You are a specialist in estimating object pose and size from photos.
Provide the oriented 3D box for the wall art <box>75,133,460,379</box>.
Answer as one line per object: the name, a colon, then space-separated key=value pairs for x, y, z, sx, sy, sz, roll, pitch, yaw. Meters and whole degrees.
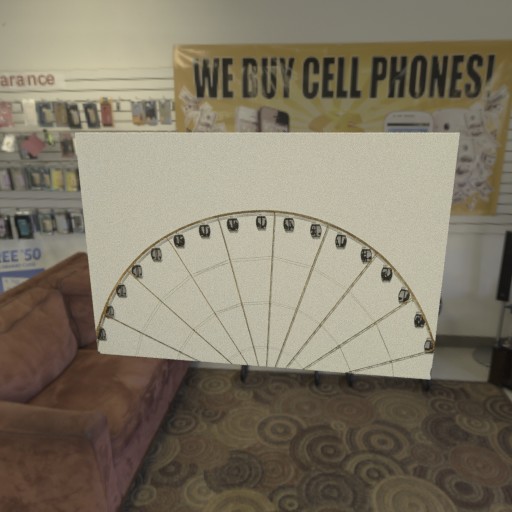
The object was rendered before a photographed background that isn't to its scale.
wall art: x=0.000 y=0.000 z=1.122 sx=0.898 sy=0.601 sz=0.038 roll=2 pitch=16 yaw=9
